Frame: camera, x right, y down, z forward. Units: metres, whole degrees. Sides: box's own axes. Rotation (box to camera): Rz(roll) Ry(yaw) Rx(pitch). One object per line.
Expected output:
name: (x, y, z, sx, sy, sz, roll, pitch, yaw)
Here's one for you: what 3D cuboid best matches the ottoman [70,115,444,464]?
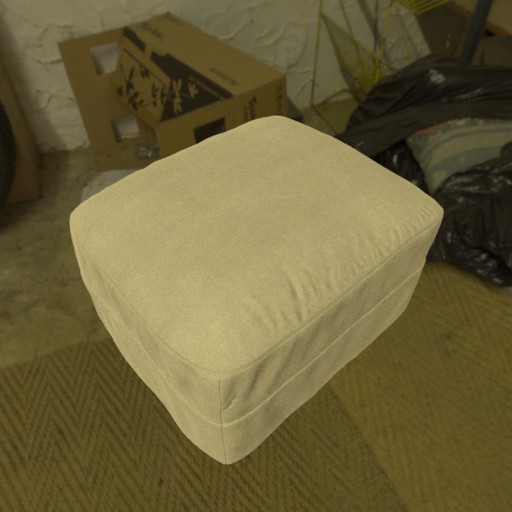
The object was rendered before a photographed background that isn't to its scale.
ottoman: (0.000, 0.000, 1.075, 0.712, 0.480, 0.584, -33, 54, -28)
